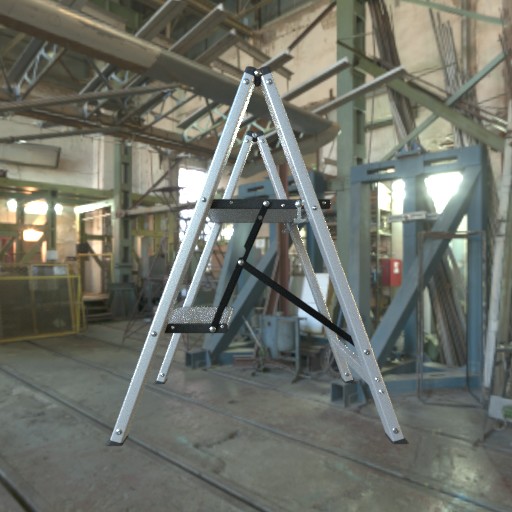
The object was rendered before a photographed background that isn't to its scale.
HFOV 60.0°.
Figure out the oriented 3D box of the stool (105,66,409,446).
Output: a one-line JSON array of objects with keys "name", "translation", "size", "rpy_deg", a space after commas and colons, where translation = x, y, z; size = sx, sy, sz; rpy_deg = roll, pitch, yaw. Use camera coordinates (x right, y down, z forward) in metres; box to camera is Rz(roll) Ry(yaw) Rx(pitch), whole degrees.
[{"name": "stool", "translation": [0.000, 0.000, 1.000], "size": [0.535, 0.670, 0.440], "rpy_deg": [0, -1, -1]}]
